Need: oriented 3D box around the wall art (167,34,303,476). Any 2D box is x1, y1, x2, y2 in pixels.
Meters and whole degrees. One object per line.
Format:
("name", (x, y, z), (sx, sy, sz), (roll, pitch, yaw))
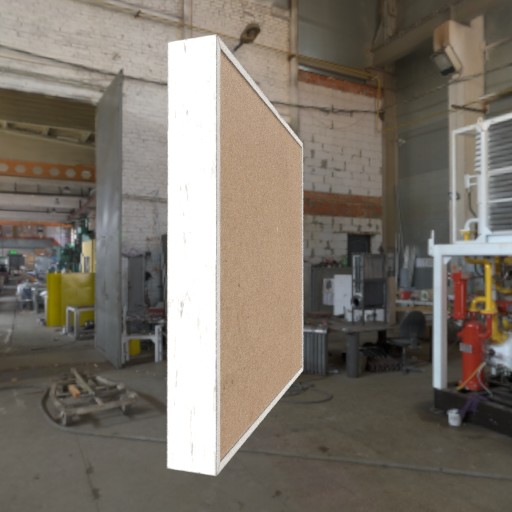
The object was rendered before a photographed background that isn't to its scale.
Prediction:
("wall art", (0.000, 0.000, 0.456), (0.038, 0.305, 0.305), (0, 0, 17))
